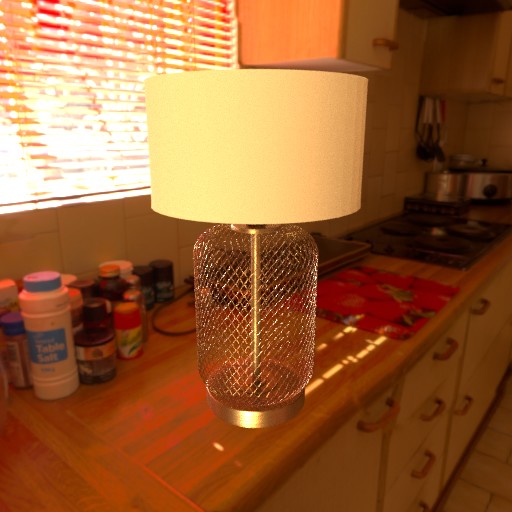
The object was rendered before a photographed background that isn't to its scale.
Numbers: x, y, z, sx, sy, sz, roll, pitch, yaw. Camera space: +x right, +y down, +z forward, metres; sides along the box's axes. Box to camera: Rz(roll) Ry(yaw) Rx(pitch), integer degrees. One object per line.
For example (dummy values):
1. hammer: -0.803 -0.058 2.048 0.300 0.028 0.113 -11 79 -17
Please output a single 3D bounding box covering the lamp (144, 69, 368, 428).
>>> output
1. lamp: 0.000 0.000 0.792 0.353 0.578 0.353 0 16 0
